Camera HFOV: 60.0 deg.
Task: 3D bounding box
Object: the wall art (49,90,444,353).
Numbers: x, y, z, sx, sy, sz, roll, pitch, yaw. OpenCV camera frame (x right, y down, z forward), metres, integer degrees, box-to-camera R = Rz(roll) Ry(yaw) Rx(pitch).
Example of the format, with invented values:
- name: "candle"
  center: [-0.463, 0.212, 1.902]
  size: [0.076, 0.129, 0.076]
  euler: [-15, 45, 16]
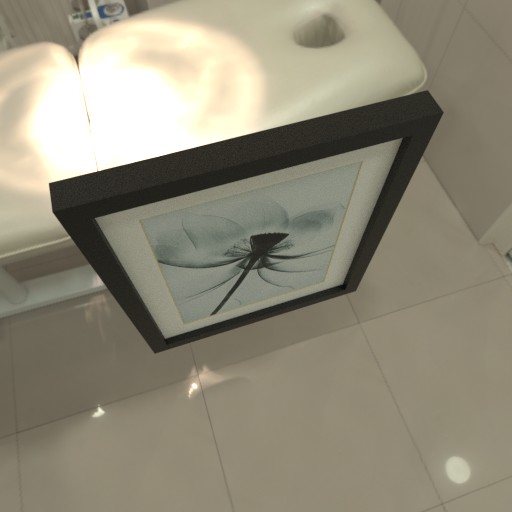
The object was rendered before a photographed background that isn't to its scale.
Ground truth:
- name: "wall art"
  center: [0.000, 0.000, 0.530]
  size: [0.330, 0.381, 0.029]
  euler: [-16, 63, -8]
